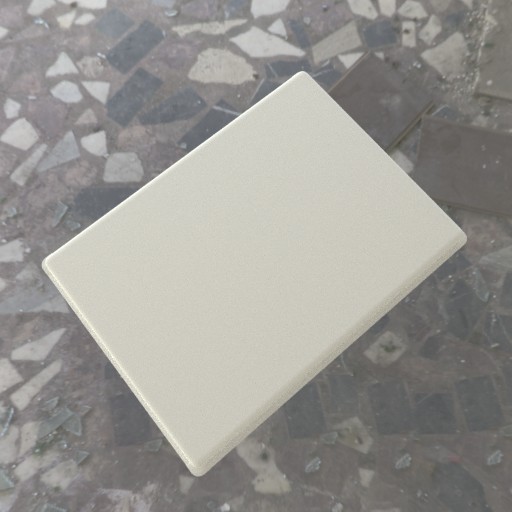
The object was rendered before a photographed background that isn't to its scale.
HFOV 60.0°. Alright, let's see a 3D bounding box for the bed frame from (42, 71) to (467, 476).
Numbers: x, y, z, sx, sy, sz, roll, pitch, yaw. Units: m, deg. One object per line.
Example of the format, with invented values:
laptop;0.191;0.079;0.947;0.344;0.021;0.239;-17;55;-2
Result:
bed frame;0.000;0.000;2.526;1.900;0.406;1.400;-39;79;-9
